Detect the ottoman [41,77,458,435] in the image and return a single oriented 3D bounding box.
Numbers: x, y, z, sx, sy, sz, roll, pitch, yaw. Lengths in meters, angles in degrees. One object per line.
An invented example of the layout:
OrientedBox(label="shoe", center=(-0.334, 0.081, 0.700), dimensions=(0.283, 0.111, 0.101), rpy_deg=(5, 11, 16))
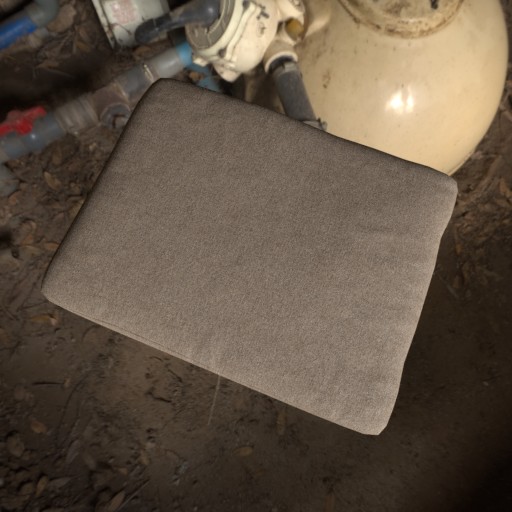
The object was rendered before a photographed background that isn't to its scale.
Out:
OrientedBox(label="ottoman", center=(0.000, 0.000, 1.290), dimensions=(0.889, 0.511, 0.692), rpy_deg=(21, 75, 6))
